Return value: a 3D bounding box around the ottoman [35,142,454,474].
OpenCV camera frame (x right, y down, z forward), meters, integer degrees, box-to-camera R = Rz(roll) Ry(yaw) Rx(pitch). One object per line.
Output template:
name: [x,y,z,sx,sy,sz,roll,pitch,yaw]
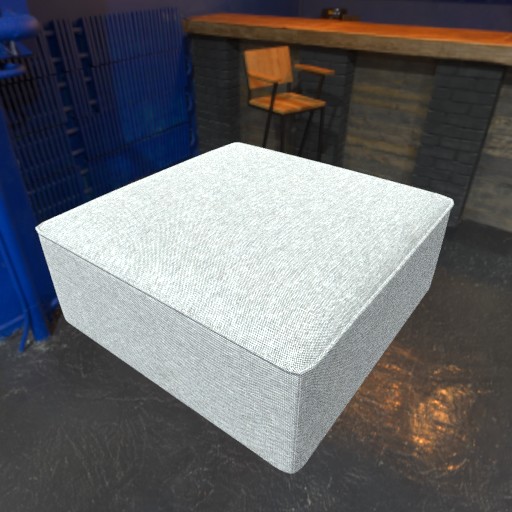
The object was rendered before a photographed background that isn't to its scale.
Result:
ottoman: [0.000,0.000,1.550,1.005,0.455,1.005,23,39,30]
